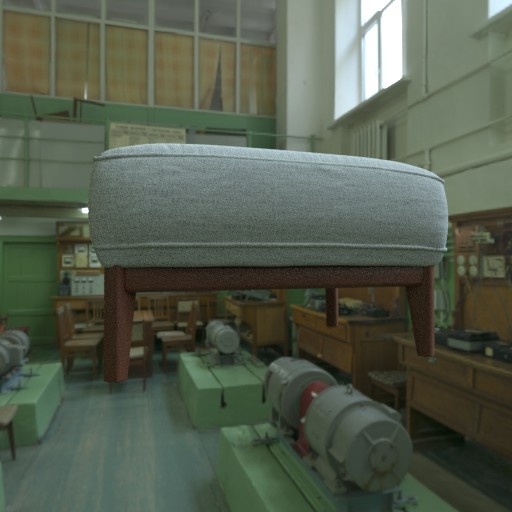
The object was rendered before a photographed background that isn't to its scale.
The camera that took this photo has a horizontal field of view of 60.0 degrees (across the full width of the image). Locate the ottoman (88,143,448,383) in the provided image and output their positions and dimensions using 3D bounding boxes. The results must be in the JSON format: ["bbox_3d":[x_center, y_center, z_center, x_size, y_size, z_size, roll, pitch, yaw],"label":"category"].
[{"bbox_3d":[0.000,0.000,1.149,0.794,0.465,0.594,0,0,-18],"label":"ottoman"}]
